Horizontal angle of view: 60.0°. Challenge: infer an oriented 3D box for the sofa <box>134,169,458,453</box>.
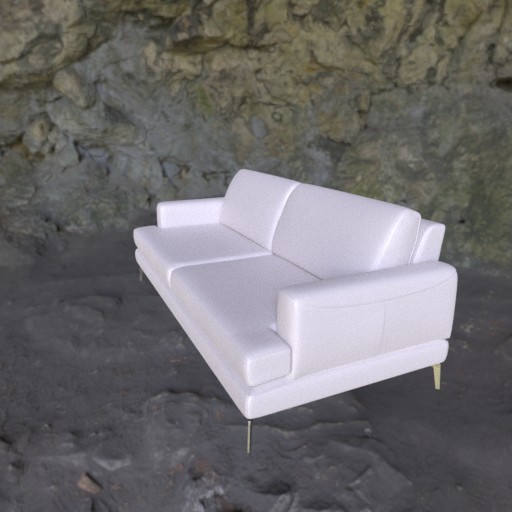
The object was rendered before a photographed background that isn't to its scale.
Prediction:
[{"bbox_3d":[0.000,0.000,2.400,0.974,0.765,1.940,-8,19,-24],"label":"sofa"}]
